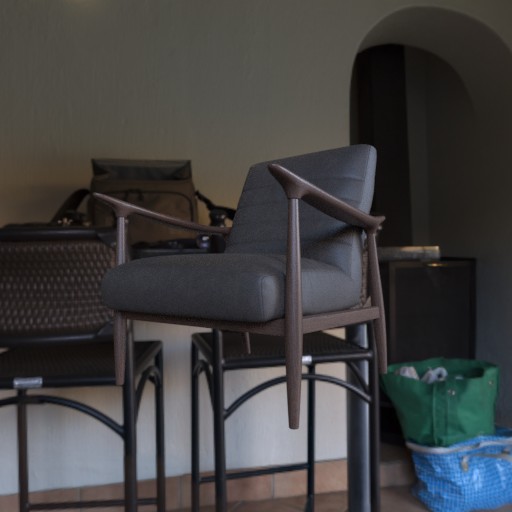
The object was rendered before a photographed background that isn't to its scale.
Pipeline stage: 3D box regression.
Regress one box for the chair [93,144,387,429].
[{"bbox_3d":[0.000,0.000,1.485,0.741,0.831,0.798,-1,-2,36],"label":"chair"}]
